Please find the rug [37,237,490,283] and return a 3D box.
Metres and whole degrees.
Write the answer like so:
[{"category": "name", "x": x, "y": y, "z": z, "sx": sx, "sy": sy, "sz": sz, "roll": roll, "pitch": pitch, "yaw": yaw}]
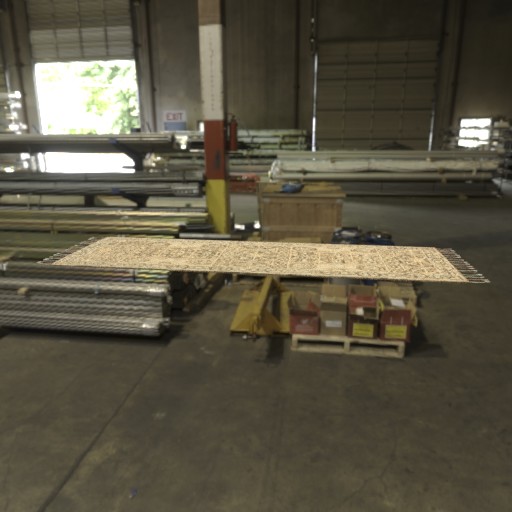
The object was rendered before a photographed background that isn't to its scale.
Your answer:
[{"category": "rug", "x": 0.000, "y": 0.000, "z": 2.913, "sx": 2.664, "sy": 0.011, "sz": 0.762, "roll": 2, "pitch": 16, "yaw": 8}]
